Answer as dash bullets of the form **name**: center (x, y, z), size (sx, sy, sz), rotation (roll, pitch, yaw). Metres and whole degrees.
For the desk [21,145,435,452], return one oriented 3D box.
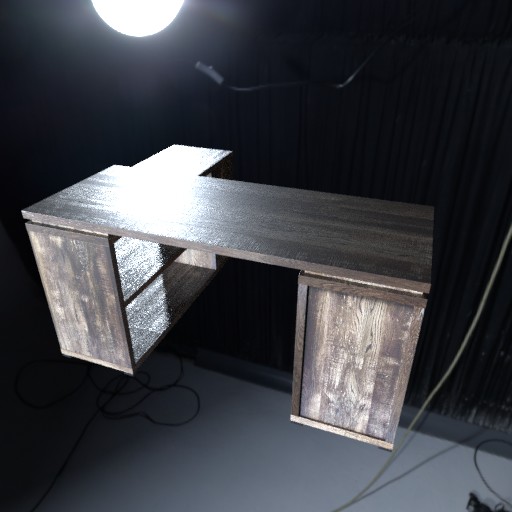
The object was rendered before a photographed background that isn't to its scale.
- **desk**: center (0.000, 0.000, 2.190), size (1.524, 0.753, 1.200), rotation (10, 31, 17)
